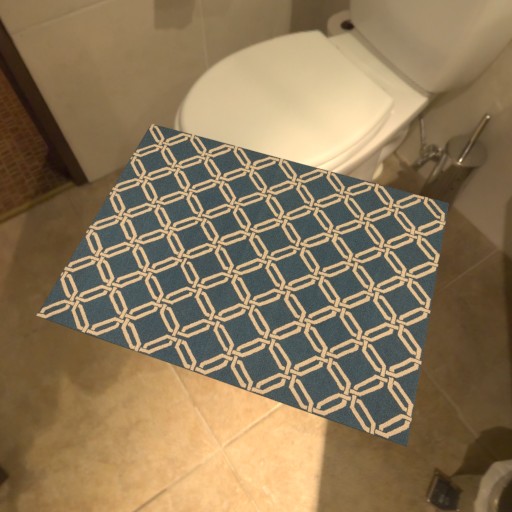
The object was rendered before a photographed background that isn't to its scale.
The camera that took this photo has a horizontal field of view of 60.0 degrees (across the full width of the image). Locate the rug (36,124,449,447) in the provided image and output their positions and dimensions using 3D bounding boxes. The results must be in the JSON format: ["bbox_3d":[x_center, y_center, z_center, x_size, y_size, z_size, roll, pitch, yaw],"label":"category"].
[{"bbox_3d":[0.000,0.000,4.258,3.342,0.018,2.432,17,64,9],"label":"rug"}]
